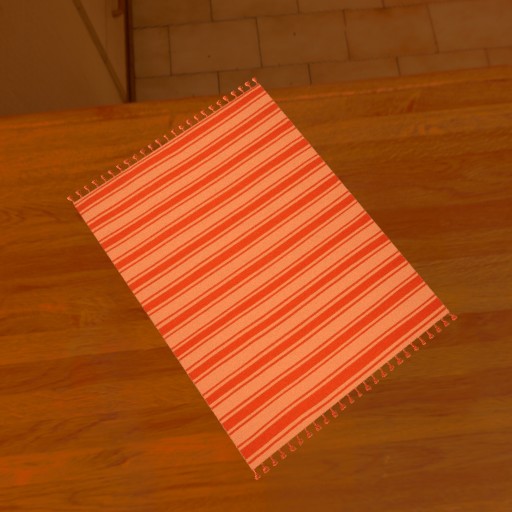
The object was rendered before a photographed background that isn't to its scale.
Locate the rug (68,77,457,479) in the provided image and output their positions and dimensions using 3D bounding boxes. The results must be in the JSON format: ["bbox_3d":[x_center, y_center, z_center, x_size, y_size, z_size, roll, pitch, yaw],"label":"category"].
[{"bbox_3d":[0.000,0.000,4.496,2.451,0.035,3.369,-35,79,-8],"label":"rug"}]
